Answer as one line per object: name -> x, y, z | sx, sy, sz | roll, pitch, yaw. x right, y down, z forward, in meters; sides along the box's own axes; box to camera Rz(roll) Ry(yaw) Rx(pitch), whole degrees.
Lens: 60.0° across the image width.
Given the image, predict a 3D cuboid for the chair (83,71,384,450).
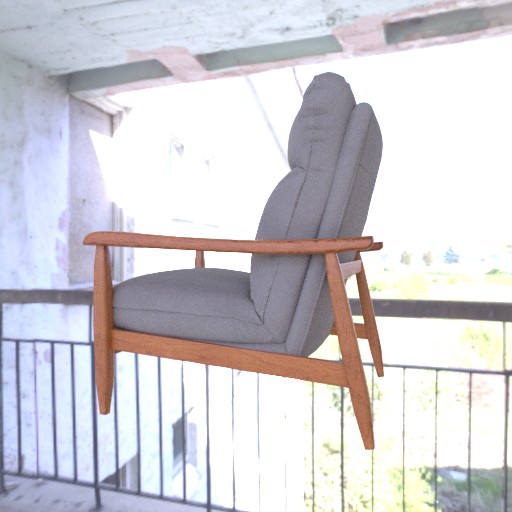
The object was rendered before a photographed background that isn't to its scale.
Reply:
chair -> 0.000, 0.000, 1.489 | 0.816, 0.922, 0.782 | 0, 1, 18
